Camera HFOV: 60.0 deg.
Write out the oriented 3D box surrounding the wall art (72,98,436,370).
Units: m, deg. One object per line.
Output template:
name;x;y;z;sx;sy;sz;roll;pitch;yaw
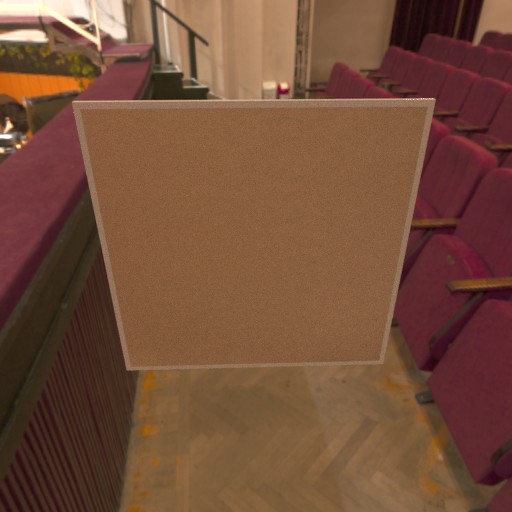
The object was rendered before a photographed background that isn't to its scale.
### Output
wall art;0.000;0.000;1.197;0.809;0.809;0.012;-1;31;-2
